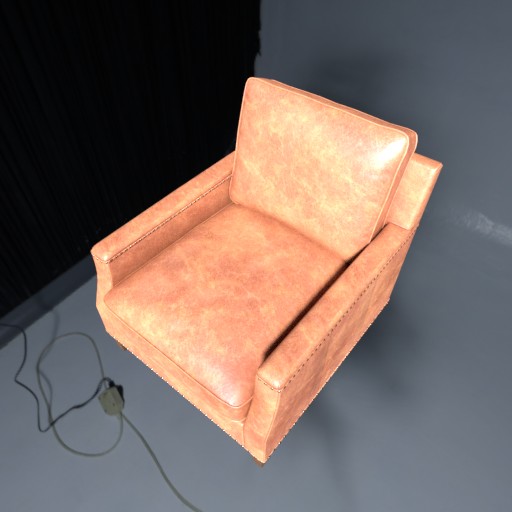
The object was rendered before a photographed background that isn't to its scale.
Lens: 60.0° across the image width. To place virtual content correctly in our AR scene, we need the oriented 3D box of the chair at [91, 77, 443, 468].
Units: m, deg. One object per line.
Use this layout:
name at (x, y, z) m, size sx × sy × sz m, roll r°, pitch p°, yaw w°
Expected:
chair at (0.000, 0.000, 1.672) m, size 0.853 × 0.943 × 1.014 m, roll 31°, pitch 54°, yaw 26°
